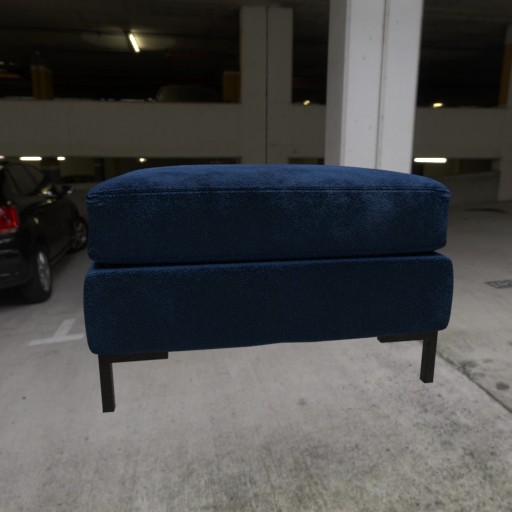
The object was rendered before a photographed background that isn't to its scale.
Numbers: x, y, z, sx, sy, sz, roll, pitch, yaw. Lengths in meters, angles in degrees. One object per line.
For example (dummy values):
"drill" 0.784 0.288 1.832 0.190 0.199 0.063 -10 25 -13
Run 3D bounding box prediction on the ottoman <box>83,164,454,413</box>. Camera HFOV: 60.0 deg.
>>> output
"ottoman" 0.000 0.000 1.203 0.794 0.485 0.655 -2 13 -9
